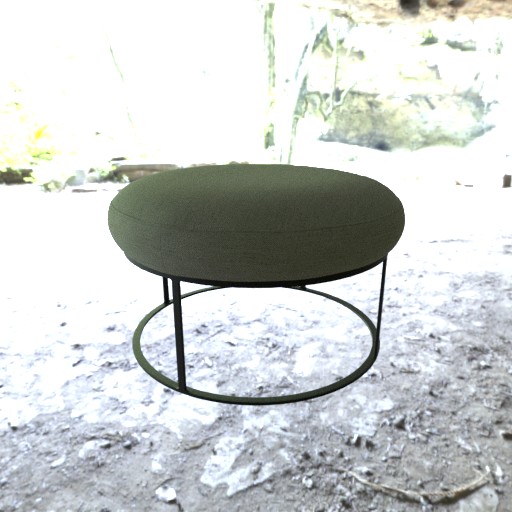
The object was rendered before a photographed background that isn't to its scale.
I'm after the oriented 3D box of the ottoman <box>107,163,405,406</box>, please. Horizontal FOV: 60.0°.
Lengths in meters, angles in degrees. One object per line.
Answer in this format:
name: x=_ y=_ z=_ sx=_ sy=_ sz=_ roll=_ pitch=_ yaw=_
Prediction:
ottoman: x=0.000 y=0.000 z=1.236 sx=0.769 sy=0.459 sz=0.769 roll=0 pitch=18 yaw=0
